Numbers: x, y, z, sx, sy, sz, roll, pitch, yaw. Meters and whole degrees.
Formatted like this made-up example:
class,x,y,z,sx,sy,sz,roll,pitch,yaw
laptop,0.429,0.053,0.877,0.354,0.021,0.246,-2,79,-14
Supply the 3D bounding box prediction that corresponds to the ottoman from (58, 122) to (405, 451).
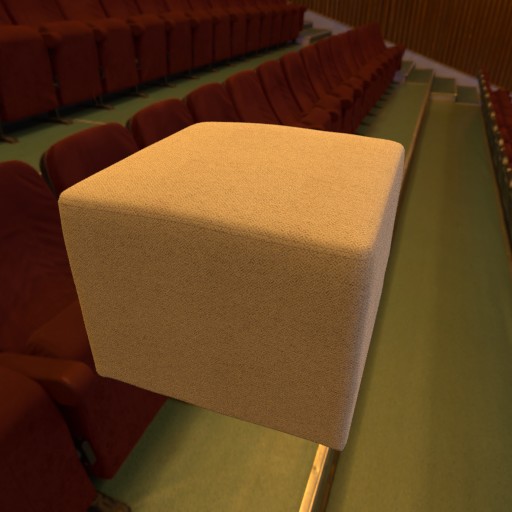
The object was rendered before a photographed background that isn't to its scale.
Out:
class,x,y,z,sx,sy,sz,roll,pitch,yaw
ottoman,0.000,0.000,0.925,0.512,0.453,0.521,11,32,18
